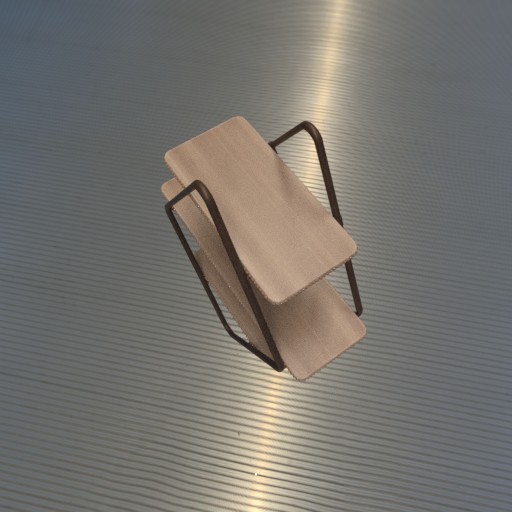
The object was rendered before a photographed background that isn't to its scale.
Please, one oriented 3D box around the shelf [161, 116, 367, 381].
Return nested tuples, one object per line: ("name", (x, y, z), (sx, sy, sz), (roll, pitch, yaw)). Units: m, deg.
("shelf", (0.000, 0.000, 1.071), (0.234, 0.774, 0.609), (-32, 68, -15))
